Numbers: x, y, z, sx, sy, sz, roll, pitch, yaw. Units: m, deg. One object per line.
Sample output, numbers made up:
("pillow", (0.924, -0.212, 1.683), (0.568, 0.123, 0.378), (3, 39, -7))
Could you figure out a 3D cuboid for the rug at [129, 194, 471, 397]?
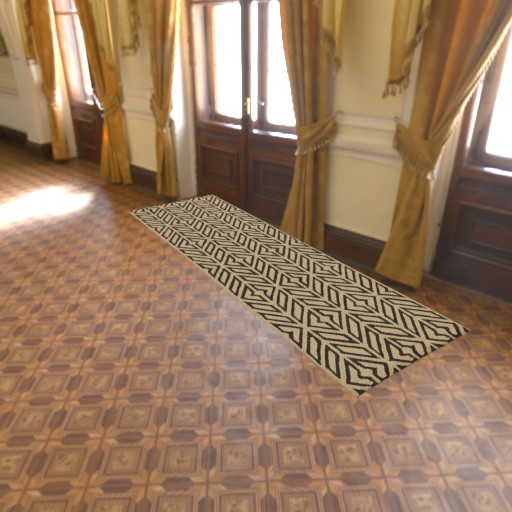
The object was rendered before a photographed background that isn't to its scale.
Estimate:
("rug", (0.000, 0.000, 2.768), (0.750, 0.009, 2.435), (-17, 31, -31))
